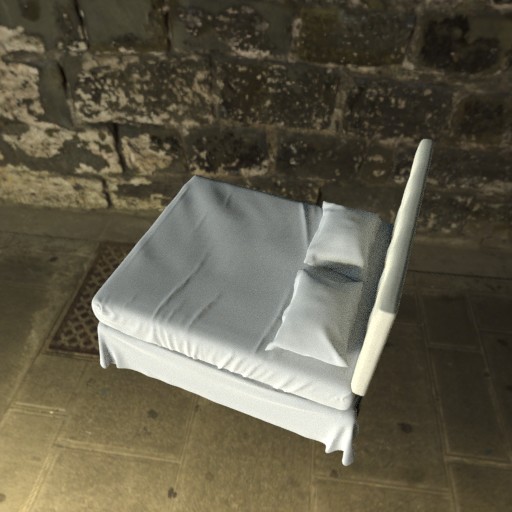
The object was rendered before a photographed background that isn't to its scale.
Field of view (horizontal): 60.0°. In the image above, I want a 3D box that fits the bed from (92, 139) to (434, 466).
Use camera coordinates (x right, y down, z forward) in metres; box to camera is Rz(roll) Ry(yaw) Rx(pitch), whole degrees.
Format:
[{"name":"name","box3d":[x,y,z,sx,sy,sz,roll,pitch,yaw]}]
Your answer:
[{"name":"bed","box3d":[0.000,0.000,3.406,2.222,1.577,1.936,16,49,15]}]
